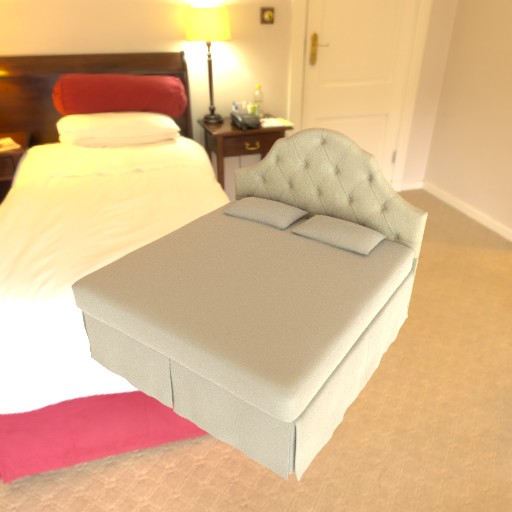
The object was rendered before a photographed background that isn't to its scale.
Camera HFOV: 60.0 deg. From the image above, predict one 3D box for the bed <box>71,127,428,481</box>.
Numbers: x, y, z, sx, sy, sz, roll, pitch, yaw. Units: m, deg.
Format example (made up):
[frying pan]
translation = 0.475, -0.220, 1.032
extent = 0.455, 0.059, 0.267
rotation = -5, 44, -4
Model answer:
[bed]
translation = 0.000, 0.000, 3.432
extent = 2.012, 1.555, 2.086
rotation = 19, 34, 30
